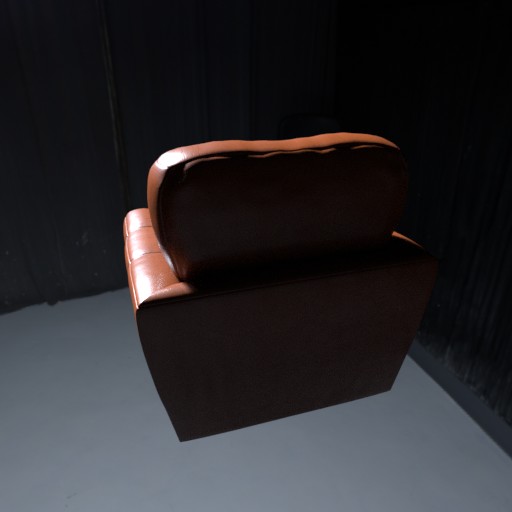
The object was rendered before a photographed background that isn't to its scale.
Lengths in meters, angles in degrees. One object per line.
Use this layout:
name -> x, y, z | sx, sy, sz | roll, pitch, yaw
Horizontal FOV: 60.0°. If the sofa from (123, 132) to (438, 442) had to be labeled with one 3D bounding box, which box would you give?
sofa -> 0.000, 0.000, 1.487 | 0.836, 0.876, 0.789 | -8, 28, -15
